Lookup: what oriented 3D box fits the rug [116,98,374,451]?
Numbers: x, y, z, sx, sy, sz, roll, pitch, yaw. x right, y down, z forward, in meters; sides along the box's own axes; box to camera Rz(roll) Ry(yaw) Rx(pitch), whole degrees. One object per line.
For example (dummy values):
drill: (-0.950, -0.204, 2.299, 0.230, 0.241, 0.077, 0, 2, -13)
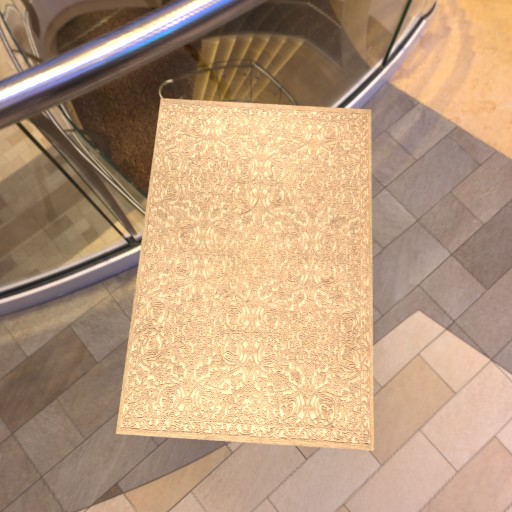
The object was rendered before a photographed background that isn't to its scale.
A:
rug: (0.000, 0.000, 2.332, 1.221, 0.006, 1.827, 3, 75, 1)
